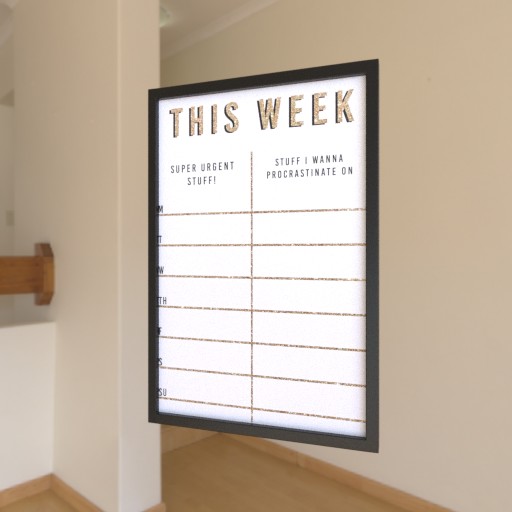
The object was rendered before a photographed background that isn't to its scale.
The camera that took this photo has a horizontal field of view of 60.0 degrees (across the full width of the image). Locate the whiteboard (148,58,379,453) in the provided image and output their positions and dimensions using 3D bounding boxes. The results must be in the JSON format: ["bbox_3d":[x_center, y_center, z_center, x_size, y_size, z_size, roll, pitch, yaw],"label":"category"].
[{"bbox_3d":[0.000,0.000,0.758,0.406,0.611,0.026,0,0,18],"label":"whiteboard"}]
